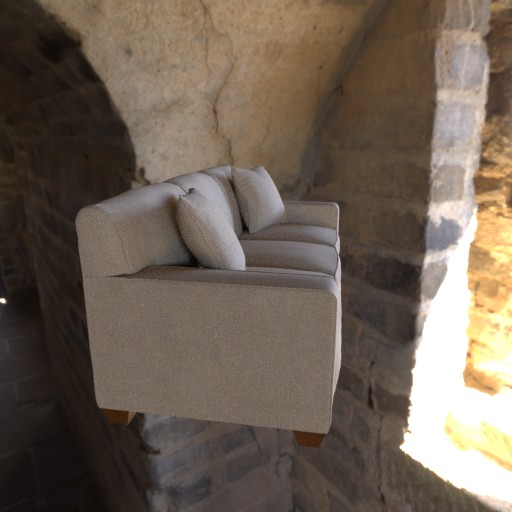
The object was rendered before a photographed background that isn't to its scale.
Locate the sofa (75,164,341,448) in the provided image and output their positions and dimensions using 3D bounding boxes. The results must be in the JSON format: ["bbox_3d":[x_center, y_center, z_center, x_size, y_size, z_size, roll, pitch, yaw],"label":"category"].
[{"bbox_3d":[0.000,0.000,2.572,0.997,0.958,2.024,3,16,10],"label":"sofa"}]
